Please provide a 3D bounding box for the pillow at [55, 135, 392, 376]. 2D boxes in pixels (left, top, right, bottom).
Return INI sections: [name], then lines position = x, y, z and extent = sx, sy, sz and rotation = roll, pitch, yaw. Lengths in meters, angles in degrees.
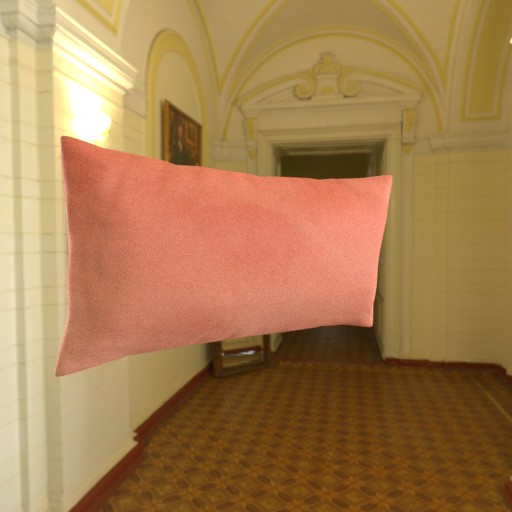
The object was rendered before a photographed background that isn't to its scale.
[pillow]
position = 0.000, 0.000, 0.728
extent = 0.608, 0.307, 0.155
rotation = -1, 3, -34
